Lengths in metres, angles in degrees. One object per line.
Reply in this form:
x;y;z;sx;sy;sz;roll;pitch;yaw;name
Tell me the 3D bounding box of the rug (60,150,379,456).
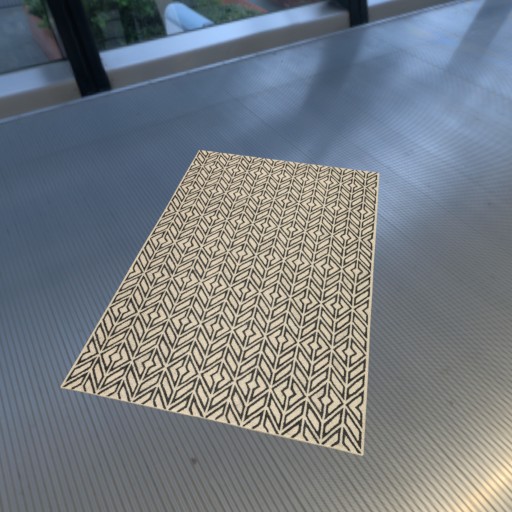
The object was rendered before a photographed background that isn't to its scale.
0.000;0.000;2.337;1.220;0.007;1.828;9;46;9;rug
